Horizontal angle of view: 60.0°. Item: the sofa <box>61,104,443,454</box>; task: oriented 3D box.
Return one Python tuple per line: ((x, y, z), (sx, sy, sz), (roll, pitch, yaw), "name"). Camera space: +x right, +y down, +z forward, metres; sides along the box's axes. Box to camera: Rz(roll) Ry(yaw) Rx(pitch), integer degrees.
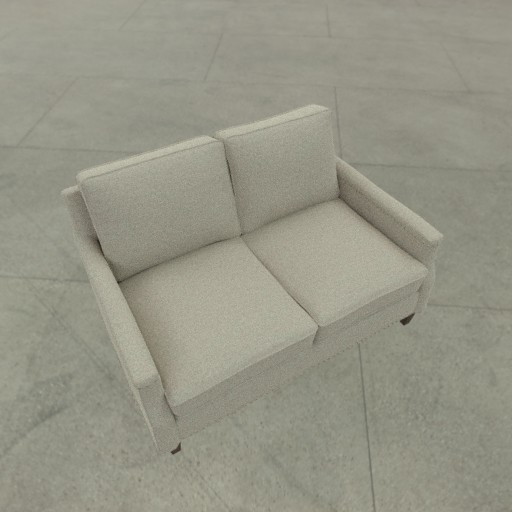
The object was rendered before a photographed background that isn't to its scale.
((0.000, 0.000, 2.257), (1.597, 1.003, 1.084), (-23, 49, -21), "sofa")
